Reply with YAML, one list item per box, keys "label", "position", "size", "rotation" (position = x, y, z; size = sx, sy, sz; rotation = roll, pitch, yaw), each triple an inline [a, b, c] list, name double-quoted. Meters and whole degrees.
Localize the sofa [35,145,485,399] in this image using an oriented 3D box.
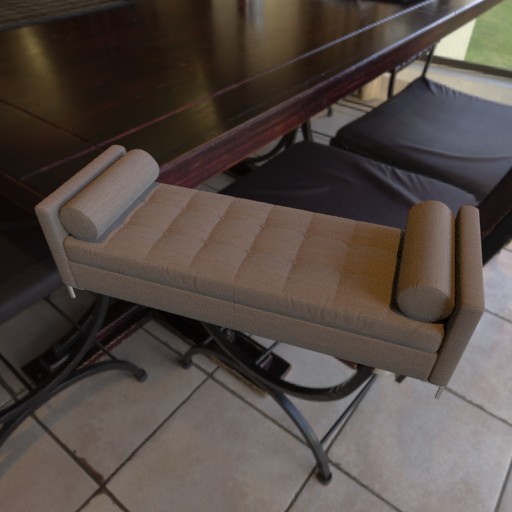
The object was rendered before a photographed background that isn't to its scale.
- label: "sofa"
  position: [0.000, 0.000, 2.271]
  size: [1.981, 0.635, 0.686]
  rotation: [13, 42, 14]
